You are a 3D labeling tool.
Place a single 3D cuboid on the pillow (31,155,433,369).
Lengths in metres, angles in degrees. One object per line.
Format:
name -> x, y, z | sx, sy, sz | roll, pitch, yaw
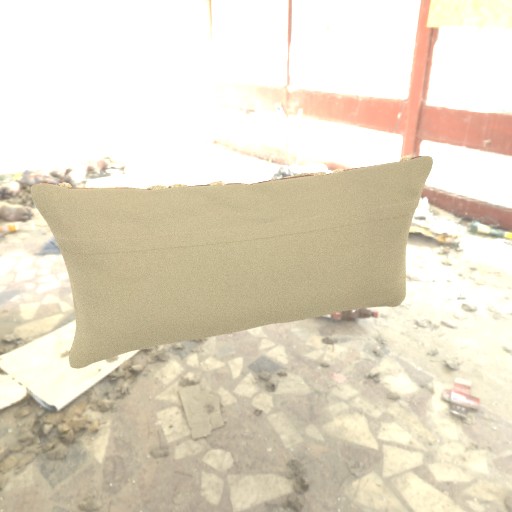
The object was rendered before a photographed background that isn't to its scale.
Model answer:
pillow -> 0.000, 0.000, 0.711 | 0.608, 0.295, 0.161 | -8, 27, -16
